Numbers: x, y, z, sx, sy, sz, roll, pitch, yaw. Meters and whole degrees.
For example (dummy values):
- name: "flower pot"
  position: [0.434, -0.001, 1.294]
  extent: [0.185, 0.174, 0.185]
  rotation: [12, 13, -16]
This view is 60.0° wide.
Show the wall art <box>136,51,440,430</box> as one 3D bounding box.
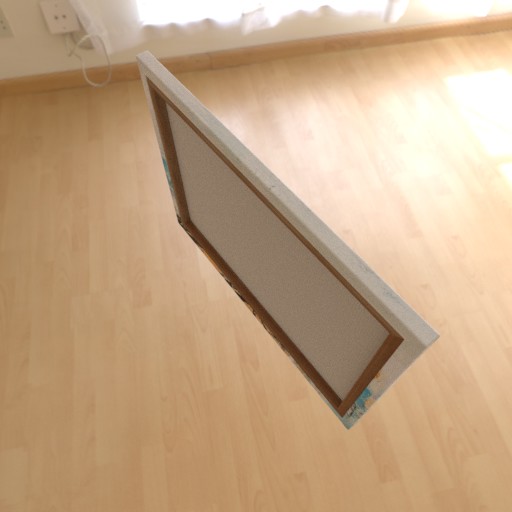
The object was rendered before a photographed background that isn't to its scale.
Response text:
- name: "wall art"
  position: [0.000, 0.000, 1.298]
  extent: [0.038, 0.762, 1.016]
  rotation: [-33, 64, -18]
